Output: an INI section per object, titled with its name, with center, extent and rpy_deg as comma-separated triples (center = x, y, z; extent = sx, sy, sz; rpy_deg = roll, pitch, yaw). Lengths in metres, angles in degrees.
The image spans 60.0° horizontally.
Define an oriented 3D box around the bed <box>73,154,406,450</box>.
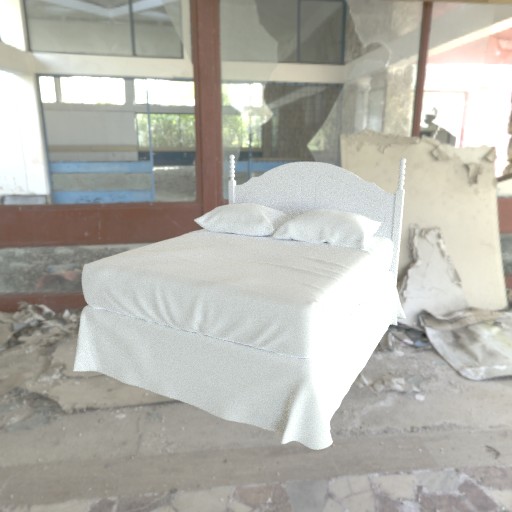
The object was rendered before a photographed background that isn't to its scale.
[bed]
center = 0.000, 0.000, 3.229
extent = 1.873, 1.356, 2.040
rpy_deg = 8, 17, 28
